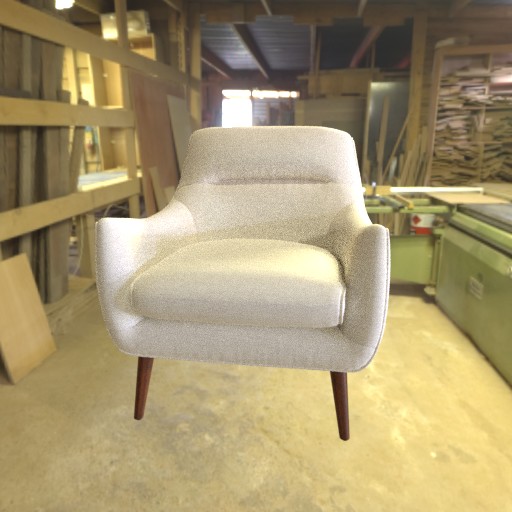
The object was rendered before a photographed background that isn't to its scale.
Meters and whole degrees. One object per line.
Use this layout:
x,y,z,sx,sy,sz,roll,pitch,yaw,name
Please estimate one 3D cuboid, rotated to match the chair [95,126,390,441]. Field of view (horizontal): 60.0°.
0.000,0.000,1.453,0.762,0.838,0.787,2,15,9,chair
